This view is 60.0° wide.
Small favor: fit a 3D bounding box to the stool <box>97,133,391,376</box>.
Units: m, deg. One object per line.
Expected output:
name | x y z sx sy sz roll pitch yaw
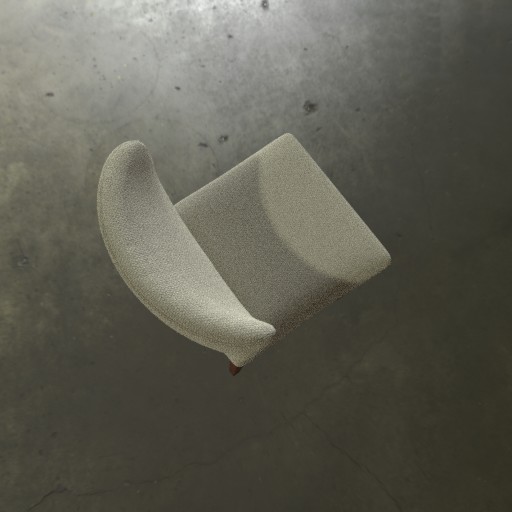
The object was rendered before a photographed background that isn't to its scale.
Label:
stool | 0.000 0.000 1.253 0.568 0.969 0.481 -34 77 -9
